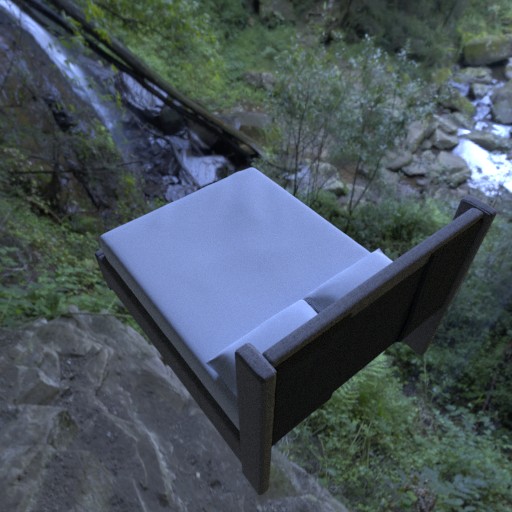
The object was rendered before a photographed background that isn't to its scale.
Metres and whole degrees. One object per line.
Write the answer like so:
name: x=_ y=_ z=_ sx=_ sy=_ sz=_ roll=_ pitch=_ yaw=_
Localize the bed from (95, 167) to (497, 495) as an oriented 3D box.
bed: x=0.000 y=0.000 z=3.254 sx=1.714 sy=1.476 sz=2.245 roll=-30 pitch=53 yaw=-26
